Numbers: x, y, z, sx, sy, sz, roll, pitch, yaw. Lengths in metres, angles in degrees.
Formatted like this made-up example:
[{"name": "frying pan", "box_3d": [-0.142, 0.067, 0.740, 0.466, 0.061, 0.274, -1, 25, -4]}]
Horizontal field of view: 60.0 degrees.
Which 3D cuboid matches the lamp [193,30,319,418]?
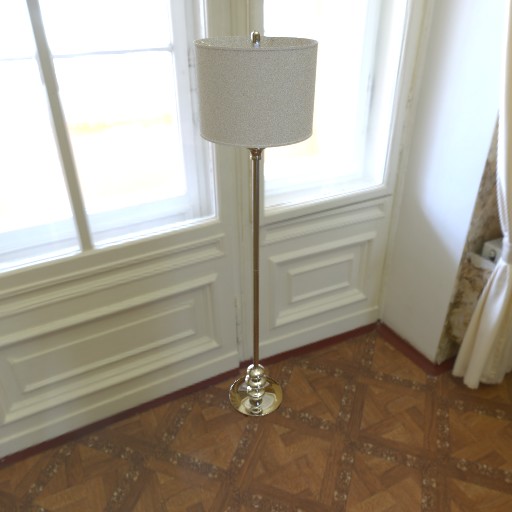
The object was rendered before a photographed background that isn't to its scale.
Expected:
[{"name": "lamp", "box_3d": [0.000, 0.000, 1.637, 0.356, 1.487, 0.356, 10, 32, 16]}]
